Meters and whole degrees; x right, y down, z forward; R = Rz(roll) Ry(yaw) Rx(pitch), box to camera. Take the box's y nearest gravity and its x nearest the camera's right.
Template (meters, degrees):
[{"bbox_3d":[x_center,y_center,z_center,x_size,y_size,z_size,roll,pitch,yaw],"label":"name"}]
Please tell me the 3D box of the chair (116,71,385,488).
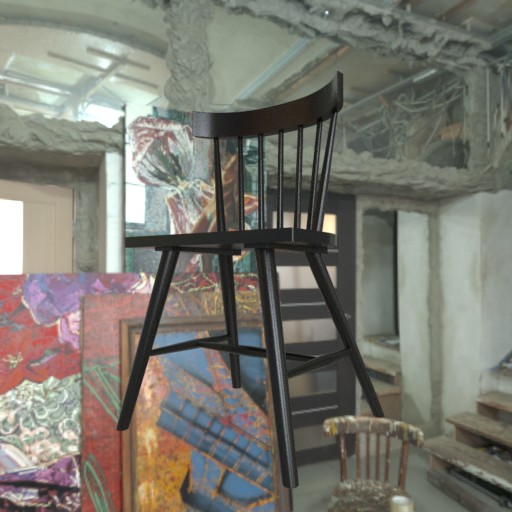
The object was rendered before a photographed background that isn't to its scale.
[{"bbox_3d":[0.000,0.000,1.134,0.506,0.844,0.483,-1,-2,35],"label":"chair"}]
